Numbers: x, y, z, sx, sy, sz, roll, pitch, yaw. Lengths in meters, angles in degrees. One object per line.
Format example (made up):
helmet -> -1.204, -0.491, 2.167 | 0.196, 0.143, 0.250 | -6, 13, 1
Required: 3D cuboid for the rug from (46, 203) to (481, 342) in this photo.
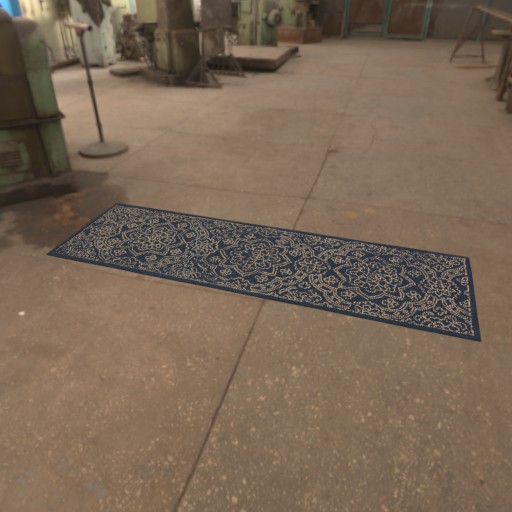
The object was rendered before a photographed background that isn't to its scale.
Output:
rug -> 0.000, 0.000, 2.678 | 2.448, 0.012, 0.769 | 10, 33, 15
